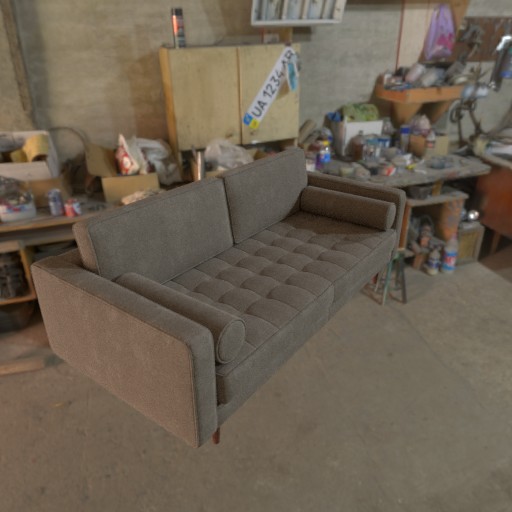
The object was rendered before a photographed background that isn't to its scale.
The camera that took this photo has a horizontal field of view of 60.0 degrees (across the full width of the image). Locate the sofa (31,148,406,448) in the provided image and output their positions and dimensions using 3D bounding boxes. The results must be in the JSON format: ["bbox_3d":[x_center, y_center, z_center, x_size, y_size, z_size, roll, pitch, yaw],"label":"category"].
[{"bbox_3d":[0.000,0.000,2.275,0.920,0.769,1.883,18,32,32],"label":"sofa"}]
